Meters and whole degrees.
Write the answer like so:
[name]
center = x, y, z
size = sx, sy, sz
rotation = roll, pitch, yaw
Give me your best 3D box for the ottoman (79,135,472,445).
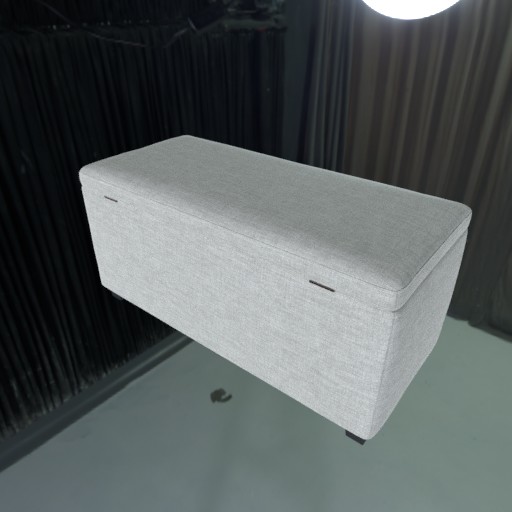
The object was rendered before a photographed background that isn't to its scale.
[ottoman]
center = 0.000, 0.000, 1.146
size = 0.902, 0.432, 0.419
rotation = 22, 38, 32
